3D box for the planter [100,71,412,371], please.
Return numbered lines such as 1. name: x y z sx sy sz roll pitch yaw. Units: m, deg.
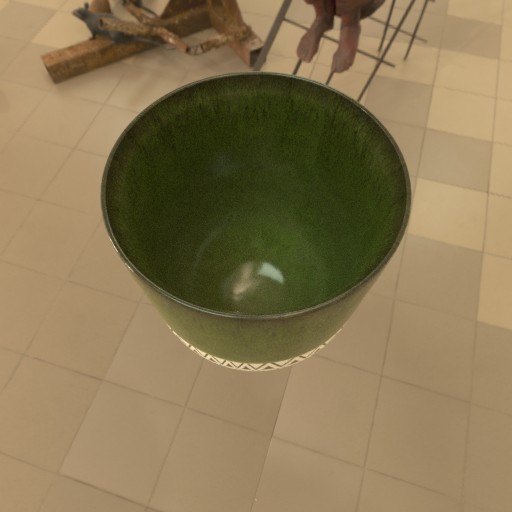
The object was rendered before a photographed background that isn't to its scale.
1. planter: 0.000 0.000 0.471 0.245 0.270 0.245 0 61 0
